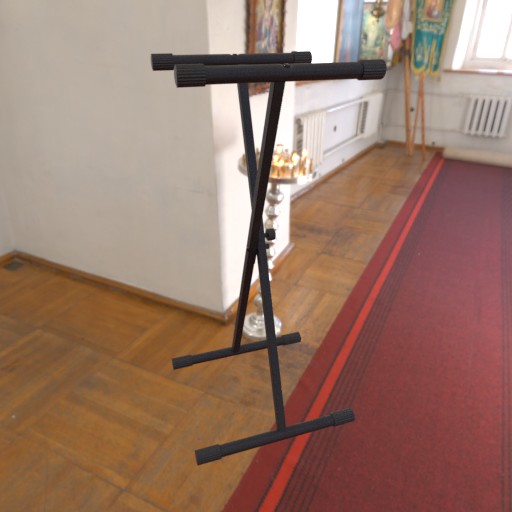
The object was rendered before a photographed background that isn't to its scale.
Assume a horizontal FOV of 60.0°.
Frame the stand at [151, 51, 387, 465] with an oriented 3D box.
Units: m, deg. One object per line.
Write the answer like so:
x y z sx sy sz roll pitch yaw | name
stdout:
0.000 0.000 1.142 0.449 0.940 0.409 -9 29 -16 | stand
